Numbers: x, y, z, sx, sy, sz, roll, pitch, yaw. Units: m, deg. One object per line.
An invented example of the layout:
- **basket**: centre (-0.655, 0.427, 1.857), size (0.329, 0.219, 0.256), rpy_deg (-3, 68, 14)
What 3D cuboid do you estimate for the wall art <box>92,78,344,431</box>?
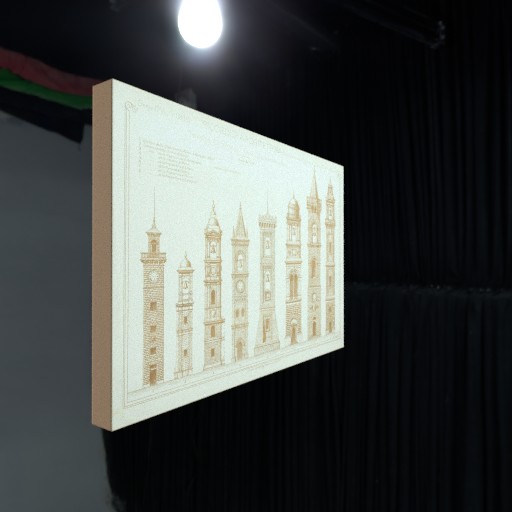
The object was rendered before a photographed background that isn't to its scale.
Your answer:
- **wall art**: centre (0.000, 0.000, 0.768), size (0.039, 0.407, 0.609), rpy_deg (0, 0, 37)
